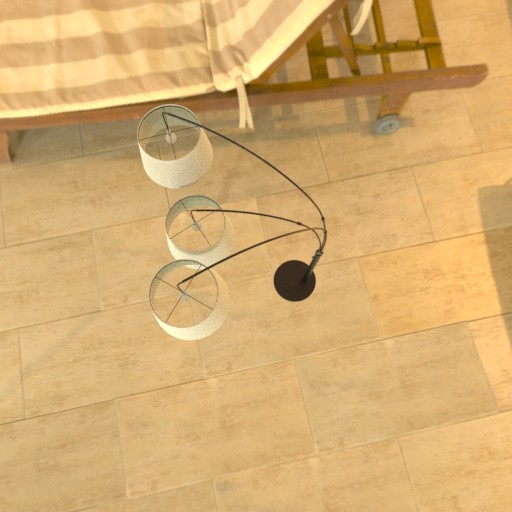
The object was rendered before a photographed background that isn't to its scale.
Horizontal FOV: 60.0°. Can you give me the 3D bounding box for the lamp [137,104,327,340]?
[{"bbox_3d":[0.000,0.000,2.482,0.924,1.950,0.951,-6,76,-2],"label":"lamp"}]
